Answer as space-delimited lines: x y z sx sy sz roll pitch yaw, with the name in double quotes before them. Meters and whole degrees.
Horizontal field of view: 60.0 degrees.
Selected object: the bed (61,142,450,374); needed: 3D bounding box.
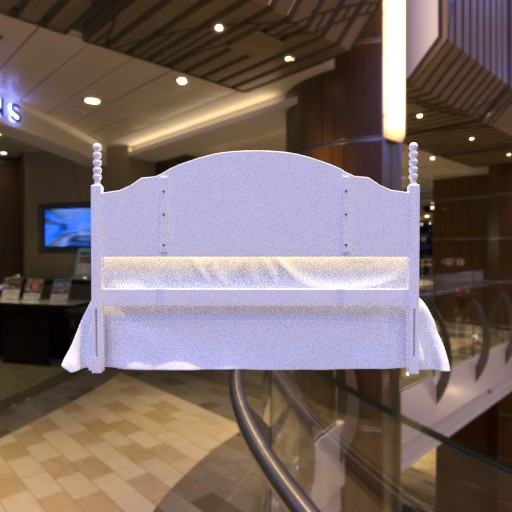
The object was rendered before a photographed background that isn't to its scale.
"bed" 0.000 0.000 3.682 2.322 1.355 2.219 0 1 1
